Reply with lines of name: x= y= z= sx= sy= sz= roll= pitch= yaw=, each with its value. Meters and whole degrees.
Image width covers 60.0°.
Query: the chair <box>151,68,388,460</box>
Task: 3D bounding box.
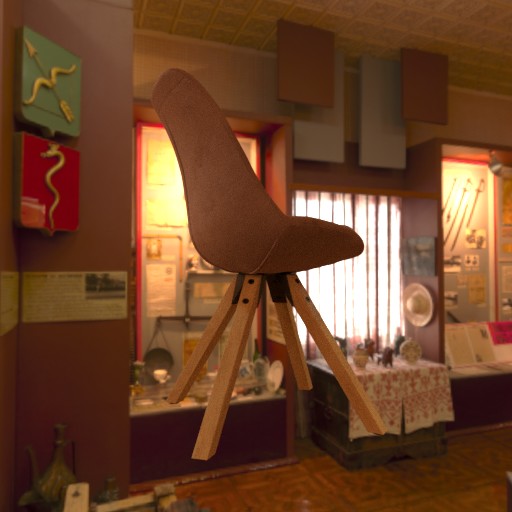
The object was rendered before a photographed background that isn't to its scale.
chair: x=0.000 y=0.000 z=1.182 sx=0.550 sy=0.850 sz=0.485 roll=1 pitch=-2 yaw=-19
